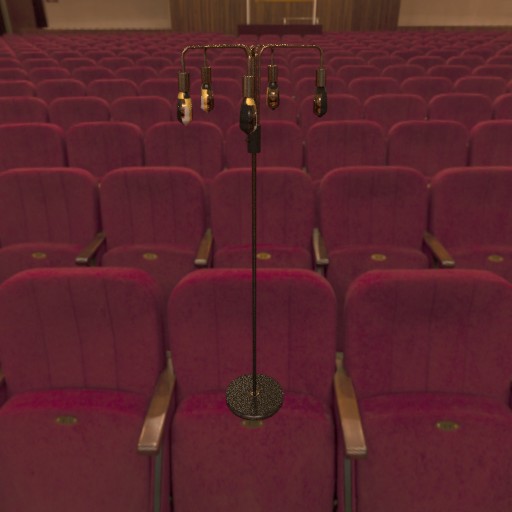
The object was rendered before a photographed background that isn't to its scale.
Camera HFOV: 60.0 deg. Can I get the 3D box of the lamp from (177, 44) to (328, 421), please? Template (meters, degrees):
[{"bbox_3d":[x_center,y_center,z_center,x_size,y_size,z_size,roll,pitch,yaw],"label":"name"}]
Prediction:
[{"bbox_3d":[0.000,0.000,1.999,0.572,1.721,0.599,1,27,2],"label":"lamp"}]
